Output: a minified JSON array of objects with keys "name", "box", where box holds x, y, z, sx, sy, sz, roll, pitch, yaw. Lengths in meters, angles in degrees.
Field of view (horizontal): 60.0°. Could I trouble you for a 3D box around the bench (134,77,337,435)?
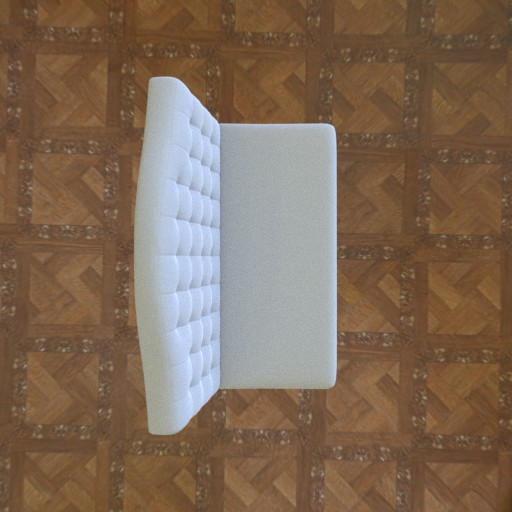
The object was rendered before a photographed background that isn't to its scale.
[{"name":"bench","box":[0.000,0.000,2.071,0.815,1.180,1.335,0,90,1]}]
